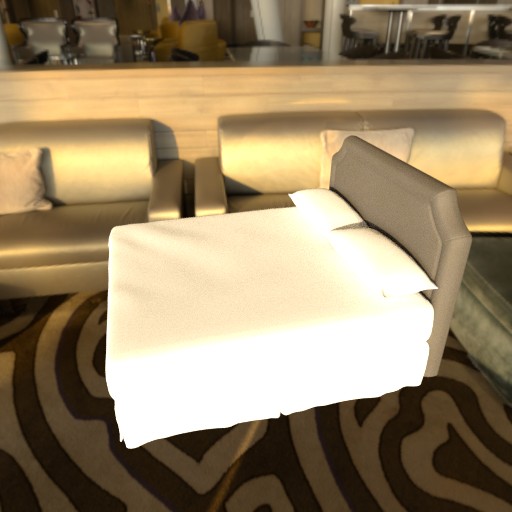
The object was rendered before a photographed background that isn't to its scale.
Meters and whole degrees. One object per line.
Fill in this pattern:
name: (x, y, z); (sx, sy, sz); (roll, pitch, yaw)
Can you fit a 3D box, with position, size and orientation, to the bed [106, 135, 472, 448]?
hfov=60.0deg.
bed: (0.000, 0.000, 3.855); (2.536, 1.561, 2.194); (-8, 30, -13)
